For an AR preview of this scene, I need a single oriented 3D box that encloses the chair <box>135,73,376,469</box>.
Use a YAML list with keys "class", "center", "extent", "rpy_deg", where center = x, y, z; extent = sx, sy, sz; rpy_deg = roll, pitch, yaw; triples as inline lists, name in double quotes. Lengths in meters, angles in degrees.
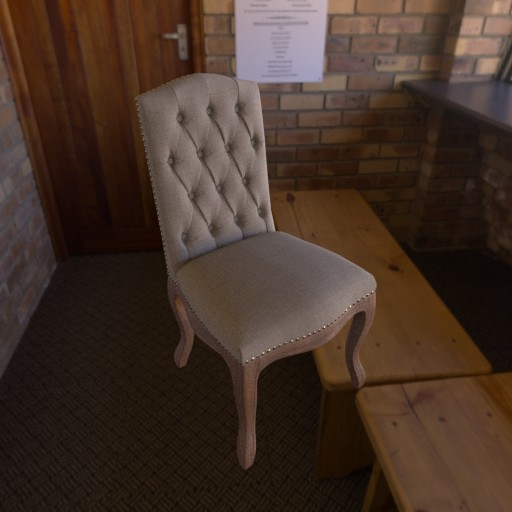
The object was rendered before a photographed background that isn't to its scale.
- class: "chair"
  center: [0.000, 0.000, 1.633]
  extent: [0.637, 1.191, 0.731]
  rpy_deg: [-22, 37, -33]
